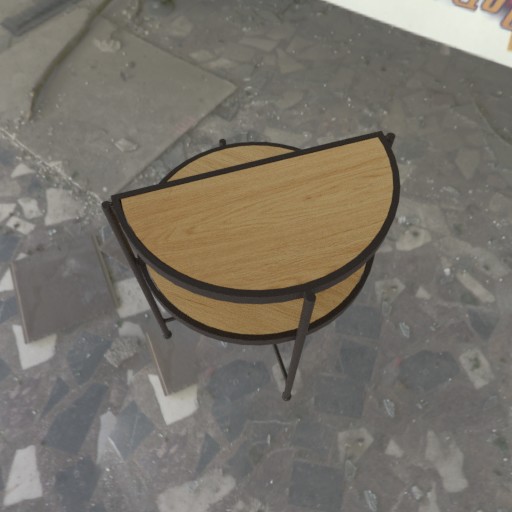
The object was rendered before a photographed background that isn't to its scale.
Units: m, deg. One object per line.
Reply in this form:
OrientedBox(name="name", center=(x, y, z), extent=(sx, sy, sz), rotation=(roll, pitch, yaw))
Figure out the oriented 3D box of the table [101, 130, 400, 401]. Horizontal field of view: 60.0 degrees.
OrientedBox(name="table", center=(0.000, 0.000, 1.182), extent=(0.629, 0.684, 0.628), rotation=(-15, 60, -9))
